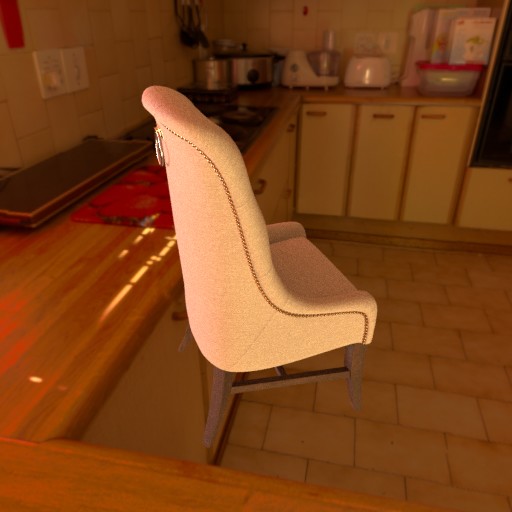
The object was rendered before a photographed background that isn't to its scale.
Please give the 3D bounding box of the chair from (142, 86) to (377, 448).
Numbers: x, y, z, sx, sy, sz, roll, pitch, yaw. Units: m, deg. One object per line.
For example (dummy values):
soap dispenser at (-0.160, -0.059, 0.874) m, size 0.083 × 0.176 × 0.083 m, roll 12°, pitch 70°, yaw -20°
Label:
chair at (0.000, 0.000, 1.504) m, size 0.629 × 1.091 × 0.634 m, roll -9°, pitch 30°, yaw -16°
